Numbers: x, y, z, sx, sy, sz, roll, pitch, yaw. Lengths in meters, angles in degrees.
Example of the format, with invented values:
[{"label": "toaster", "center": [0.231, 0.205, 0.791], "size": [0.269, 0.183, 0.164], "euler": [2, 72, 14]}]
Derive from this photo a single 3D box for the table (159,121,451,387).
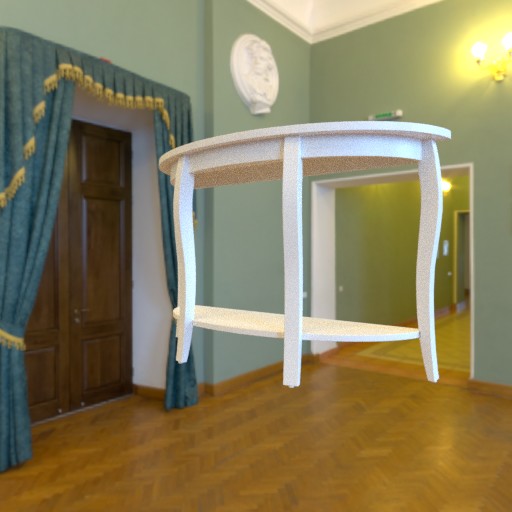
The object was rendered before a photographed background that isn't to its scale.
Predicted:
[{"label": "table", "center": [0.000, 0.000, 1.592], "size": [1.219, 0.780, 0.394], "euler": [1, 1, 37]}]
